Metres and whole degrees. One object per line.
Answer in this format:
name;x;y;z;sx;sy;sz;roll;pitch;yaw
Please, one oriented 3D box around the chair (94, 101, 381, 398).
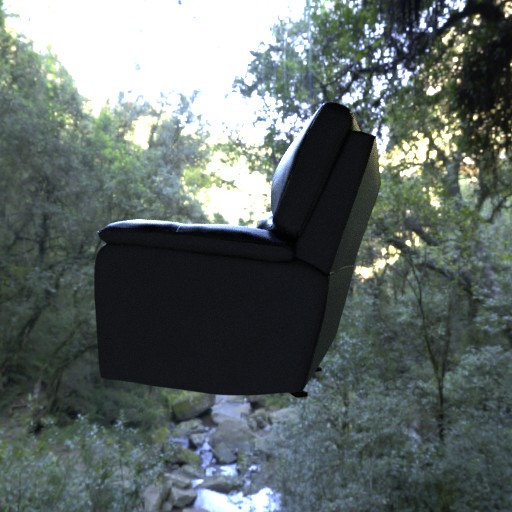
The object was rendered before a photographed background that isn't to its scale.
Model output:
chair;0.000;0.000;2.031;1.087;1.109;1.096;0;0;17
